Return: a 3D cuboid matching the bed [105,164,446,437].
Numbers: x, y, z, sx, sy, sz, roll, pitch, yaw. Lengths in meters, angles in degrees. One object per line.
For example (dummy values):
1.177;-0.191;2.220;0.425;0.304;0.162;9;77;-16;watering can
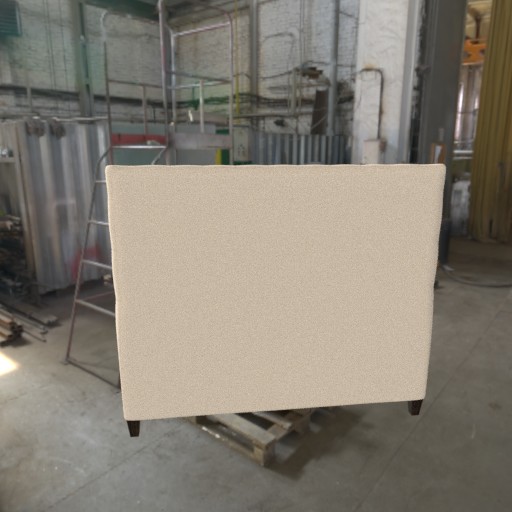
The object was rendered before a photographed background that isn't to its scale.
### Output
0.000;0.000;3.354;1.696;1.426;2.233;-2;14;-7;bed
